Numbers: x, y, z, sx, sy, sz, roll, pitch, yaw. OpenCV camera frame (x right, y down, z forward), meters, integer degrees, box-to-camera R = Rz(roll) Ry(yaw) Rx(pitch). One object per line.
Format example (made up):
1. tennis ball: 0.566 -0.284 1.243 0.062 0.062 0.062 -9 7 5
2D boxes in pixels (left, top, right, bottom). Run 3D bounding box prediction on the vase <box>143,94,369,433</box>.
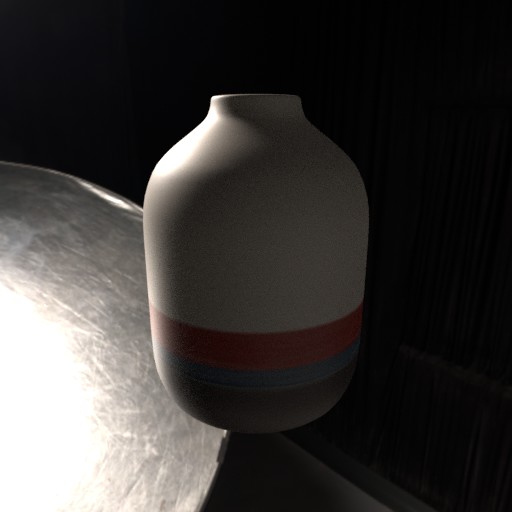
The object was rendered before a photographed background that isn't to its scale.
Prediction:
1. vase: 0.000 0.000 0.350 0.169 0.237 0.169 0 17 0
